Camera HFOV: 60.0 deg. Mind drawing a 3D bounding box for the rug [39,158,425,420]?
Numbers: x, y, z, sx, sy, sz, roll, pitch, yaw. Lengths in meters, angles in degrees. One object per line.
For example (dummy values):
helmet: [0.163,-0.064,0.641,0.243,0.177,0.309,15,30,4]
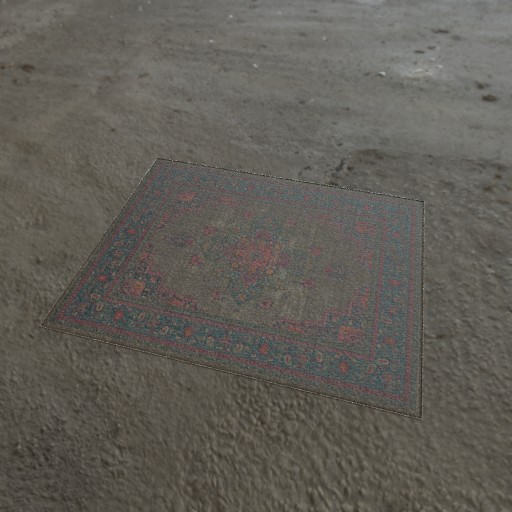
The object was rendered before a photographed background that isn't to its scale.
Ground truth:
rug: [0.000,0.000,4.165,3.057,0.013,2.434,11,49,10]
